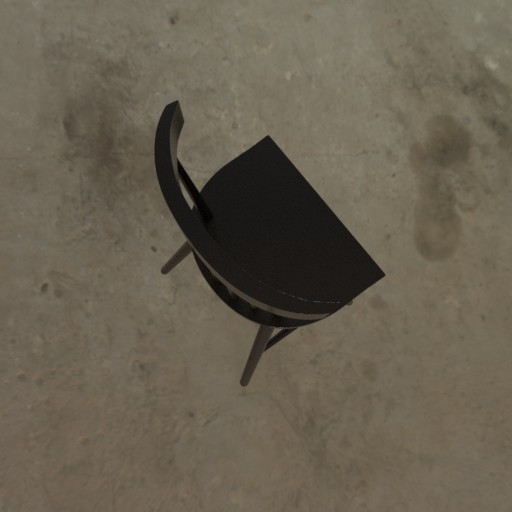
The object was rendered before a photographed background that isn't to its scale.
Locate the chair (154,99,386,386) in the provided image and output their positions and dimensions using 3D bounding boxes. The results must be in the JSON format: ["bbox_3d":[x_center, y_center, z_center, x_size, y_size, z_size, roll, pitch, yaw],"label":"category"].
[{"bbox_3d":[0.000,0.000,1.155,0.483,0.844,0.506,-36,78,-9],"label":"chair"}]
